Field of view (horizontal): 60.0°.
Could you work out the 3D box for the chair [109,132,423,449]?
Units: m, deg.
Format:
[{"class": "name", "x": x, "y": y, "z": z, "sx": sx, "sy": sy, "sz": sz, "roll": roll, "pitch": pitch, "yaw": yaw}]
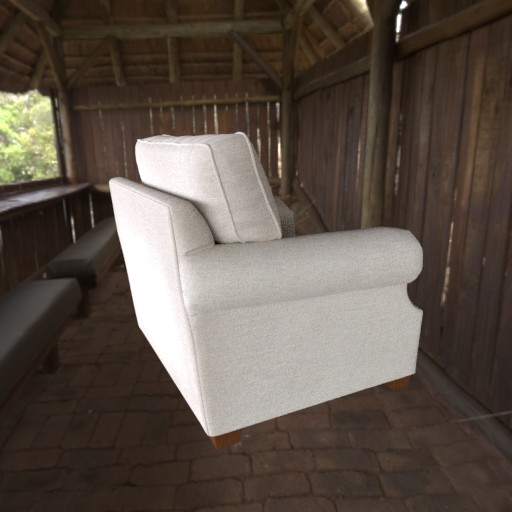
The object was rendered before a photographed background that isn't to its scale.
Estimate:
[{"class": "chair", "x": 0.000, "y": 0.000, "z": 1.806, "sx": 0.965, "sy": 0.961, "sz": 1.092, "roll": -7, "pitch": 16, "yaw": -26}]
